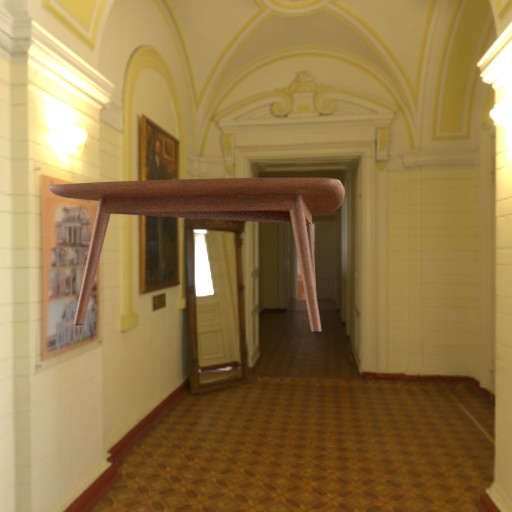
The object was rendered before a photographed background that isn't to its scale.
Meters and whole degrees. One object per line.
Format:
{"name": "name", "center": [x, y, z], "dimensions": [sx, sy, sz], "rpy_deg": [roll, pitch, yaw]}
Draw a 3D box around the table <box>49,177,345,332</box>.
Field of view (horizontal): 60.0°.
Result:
{"name": "table", "center": [0.000, 0.000, 1.270], "dimensions": [1.008, 0.365, 0.601], "rpy_deg": [0, 0, -37]}
